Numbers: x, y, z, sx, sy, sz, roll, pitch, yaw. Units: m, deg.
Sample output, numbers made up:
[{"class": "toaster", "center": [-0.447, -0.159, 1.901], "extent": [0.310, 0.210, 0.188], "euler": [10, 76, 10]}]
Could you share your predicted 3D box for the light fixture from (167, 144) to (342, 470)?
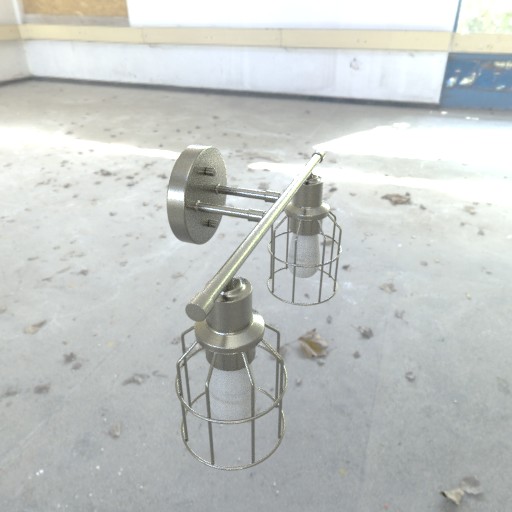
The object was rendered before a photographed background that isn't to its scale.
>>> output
[{"class": "light fixture", "center": [0.000, 0.000, 0.540], "extent": [0.165, 0.254, 0.406], "euler": [11, 32, 17]}]
